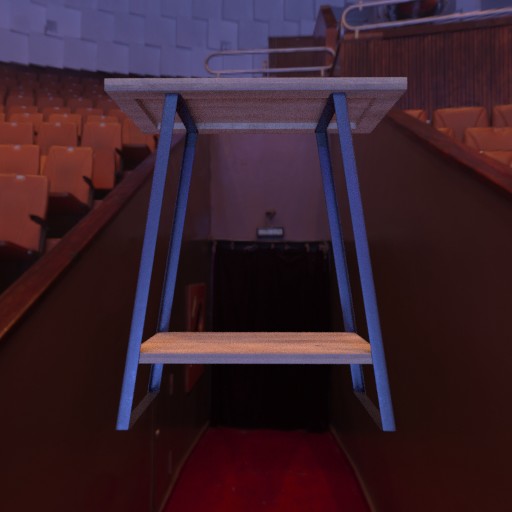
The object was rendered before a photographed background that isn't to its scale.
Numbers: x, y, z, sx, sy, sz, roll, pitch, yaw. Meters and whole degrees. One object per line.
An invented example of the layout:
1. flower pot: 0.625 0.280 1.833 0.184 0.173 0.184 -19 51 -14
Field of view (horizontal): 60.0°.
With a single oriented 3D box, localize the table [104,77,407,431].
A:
1. table: 0.000 0.000 1.021 0.599 0.701 0.300 0 -1 1
